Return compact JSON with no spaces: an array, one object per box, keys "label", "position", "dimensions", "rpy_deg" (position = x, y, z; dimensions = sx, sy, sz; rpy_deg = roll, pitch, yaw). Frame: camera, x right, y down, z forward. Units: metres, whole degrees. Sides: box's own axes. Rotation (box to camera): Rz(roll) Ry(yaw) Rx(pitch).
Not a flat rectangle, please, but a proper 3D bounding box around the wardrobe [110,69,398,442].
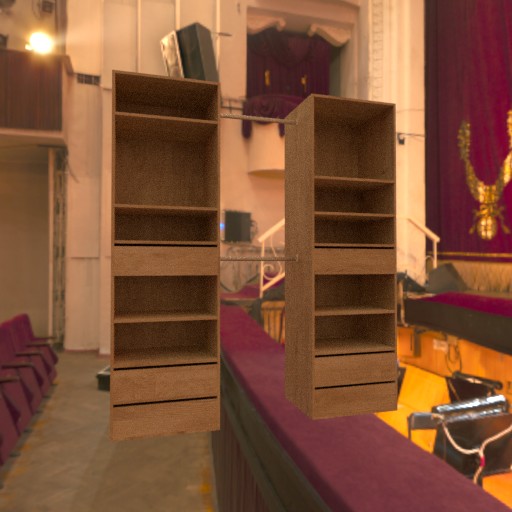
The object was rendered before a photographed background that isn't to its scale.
[{"label":"wardrobe","position":[0.000,0.000,2.864],"dimensions":[1.770,2.000,0.480],"rpy_deg":[0,-1,-17]}]
